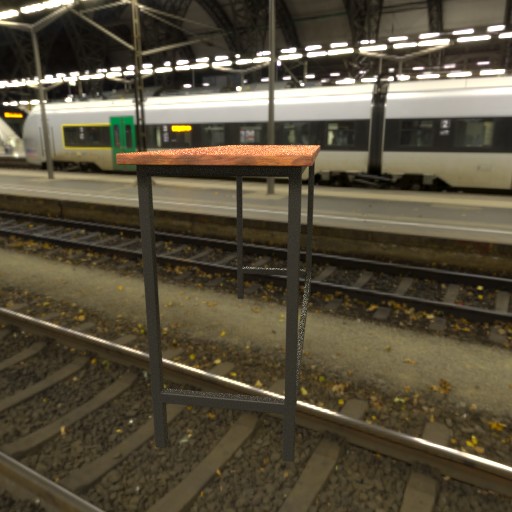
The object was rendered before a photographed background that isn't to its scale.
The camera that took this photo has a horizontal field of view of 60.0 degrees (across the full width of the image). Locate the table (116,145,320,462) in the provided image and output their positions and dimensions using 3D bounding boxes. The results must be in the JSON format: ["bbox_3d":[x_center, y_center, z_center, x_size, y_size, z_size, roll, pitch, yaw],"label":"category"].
[{"bbox_3d":[0.000,0.000,1.564,0.408,0.740,1.204,2,15,8],"label":"table"}]
